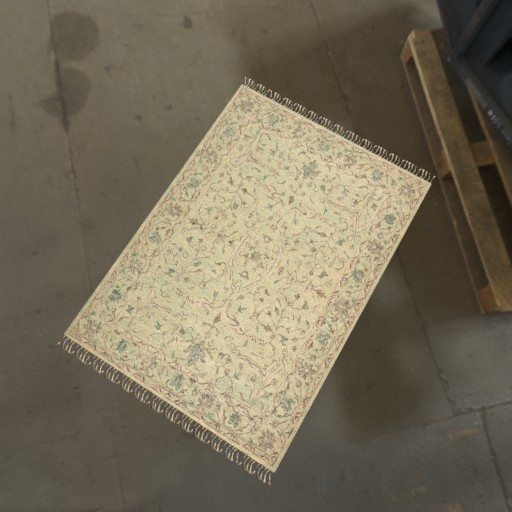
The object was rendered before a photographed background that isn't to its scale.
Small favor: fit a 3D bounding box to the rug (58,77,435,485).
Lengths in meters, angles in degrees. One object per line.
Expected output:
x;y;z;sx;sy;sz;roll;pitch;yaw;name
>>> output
0.000;0.000;2.312;1.247;0.008;1.802;30;77;8;rug
